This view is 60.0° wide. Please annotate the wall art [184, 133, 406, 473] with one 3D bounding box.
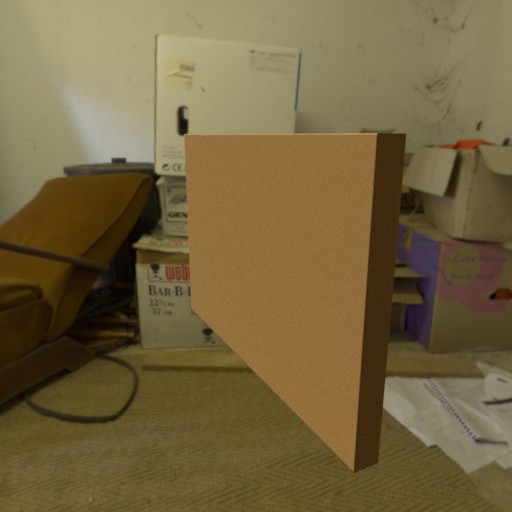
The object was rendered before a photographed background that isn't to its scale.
[{"bbox_3d":[0.000,0.000,0.768,0.039,0.407,0.609,-8,17,-26],"label":"wall art"}]
